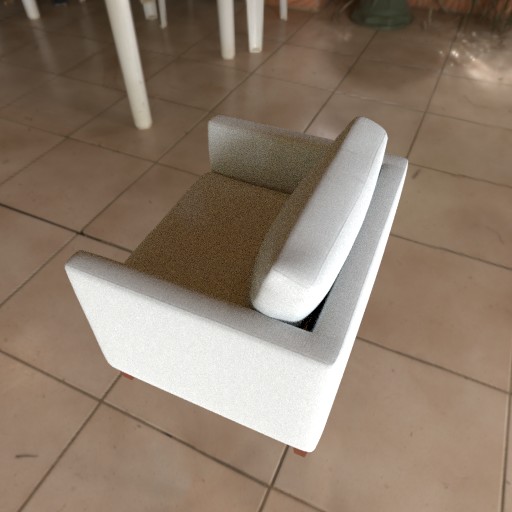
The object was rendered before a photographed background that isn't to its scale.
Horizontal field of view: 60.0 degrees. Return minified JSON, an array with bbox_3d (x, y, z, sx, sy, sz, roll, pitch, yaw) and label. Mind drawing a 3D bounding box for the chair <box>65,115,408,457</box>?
[{"bbox_3d":[0.000,0.000,1.837,0.953,0.961,1.107,18,49,16],"label":"chair"}]
